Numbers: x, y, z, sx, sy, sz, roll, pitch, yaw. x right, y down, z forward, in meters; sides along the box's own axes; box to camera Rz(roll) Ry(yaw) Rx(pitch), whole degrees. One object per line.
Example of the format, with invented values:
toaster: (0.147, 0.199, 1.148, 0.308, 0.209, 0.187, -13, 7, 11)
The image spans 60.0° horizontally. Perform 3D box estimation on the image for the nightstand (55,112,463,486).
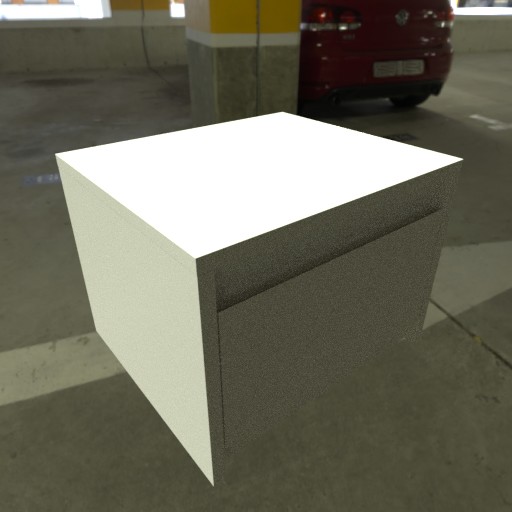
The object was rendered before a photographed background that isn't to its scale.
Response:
nightstand: (0.000, 0.000, 0.763, 0.470, 0.351, 0.408, -22, 37, -33)
